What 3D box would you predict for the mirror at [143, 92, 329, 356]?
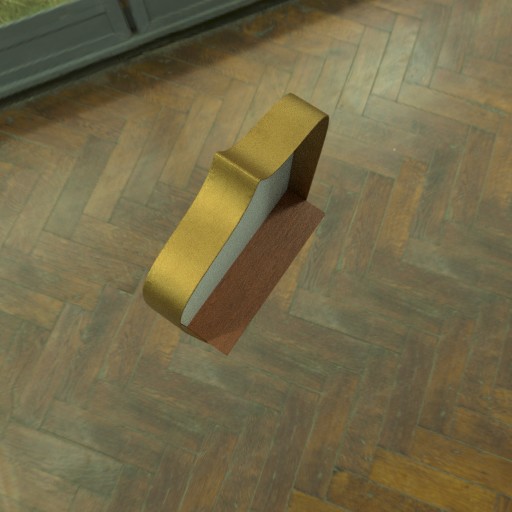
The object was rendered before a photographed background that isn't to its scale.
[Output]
[{"bbox_3d":[0.000,0.000,0.720,0.096,0.613,0.323,34,78,8],"label":"mirror"}]
